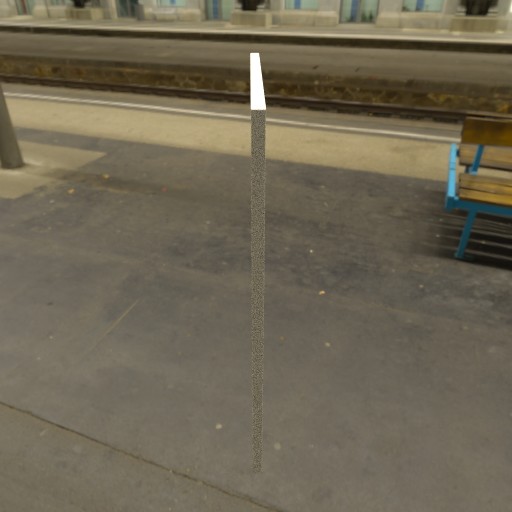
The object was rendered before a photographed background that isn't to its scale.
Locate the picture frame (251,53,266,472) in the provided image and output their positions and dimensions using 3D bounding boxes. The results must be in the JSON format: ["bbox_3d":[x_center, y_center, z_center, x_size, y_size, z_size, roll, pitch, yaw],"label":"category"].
[{"bbox_3d":[0.000,0.000,0.594,0.011,0.459,0.326,0,31,-1],"label":"picture frame"}]
